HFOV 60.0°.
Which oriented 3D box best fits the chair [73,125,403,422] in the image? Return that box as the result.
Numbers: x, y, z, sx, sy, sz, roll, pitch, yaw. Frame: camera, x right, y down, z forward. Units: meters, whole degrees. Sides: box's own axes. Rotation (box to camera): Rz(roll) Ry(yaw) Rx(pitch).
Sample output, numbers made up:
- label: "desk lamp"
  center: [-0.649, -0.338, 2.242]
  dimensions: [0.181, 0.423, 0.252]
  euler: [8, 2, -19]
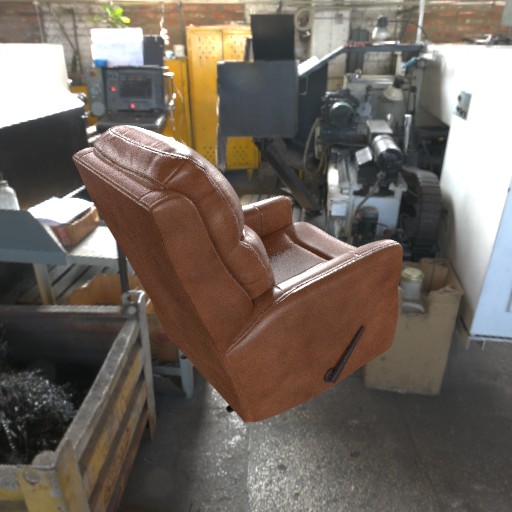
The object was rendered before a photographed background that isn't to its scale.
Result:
- label: "chair"
  center: [0.000, 0.000, 1.731]
  dimensions: [1.072, 1.016, 0.821]
  euler: [-17, 31, -31]
